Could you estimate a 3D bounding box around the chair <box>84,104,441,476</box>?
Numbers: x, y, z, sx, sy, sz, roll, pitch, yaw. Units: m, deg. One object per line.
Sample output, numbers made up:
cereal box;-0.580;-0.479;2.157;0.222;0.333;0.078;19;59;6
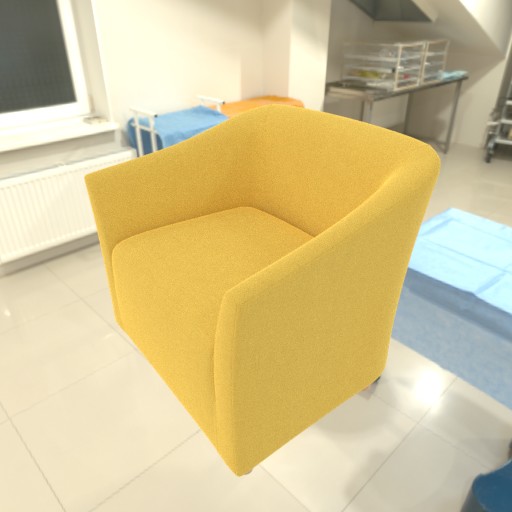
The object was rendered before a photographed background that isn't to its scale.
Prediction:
chair;0.000;0.000;1.318;0.700;0.720;0.790;-21;36;-32
